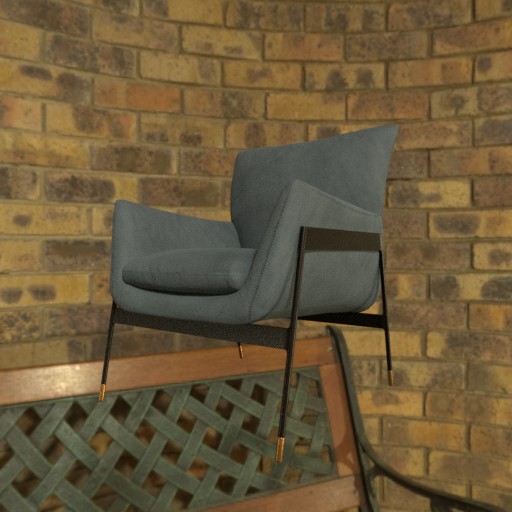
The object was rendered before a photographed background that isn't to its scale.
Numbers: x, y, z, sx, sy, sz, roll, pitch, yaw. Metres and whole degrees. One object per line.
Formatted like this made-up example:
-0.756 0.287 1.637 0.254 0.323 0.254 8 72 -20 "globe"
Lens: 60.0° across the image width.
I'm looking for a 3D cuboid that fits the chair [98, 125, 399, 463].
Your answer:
0.000 0.000 1.388 0.678 0.858 0.709 0 1 37 "chair"
